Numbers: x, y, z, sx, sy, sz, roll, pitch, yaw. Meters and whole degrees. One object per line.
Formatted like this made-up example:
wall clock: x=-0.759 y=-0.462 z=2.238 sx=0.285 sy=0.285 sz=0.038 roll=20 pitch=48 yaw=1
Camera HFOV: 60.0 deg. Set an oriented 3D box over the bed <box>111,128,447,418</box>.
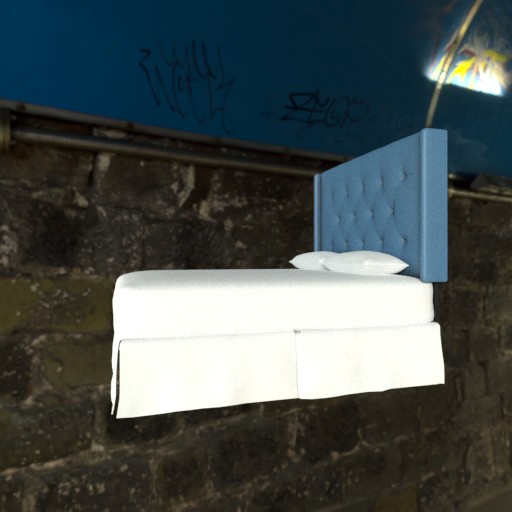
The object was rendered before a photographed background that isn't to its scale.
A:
bed: x=0.000 y=0.000 z=3.346 sx=2.078 sy=1.665 sz=1.719 roll=0 pitch=0 yaw=-17
